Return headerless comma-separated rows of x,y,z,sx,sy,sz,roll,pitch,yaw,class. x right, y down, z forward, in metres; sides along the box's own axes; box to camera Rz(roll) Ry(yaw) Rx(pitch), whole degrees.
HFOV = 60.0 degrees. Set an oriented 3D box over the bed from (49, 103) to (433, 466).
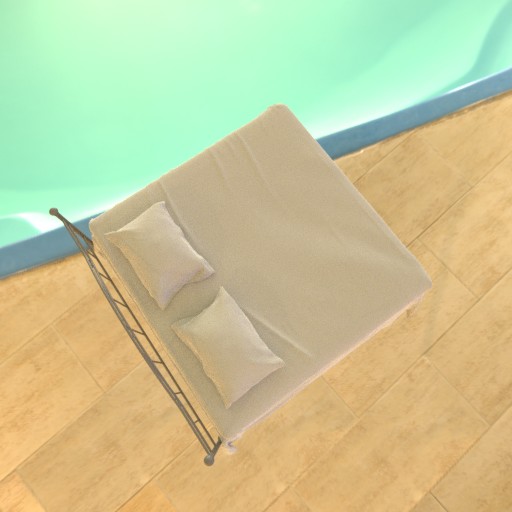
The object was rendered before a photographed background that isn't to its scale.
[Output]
0.000,0.000,3.563,2.220,1.080,2.309,-34,77,-9,bed
